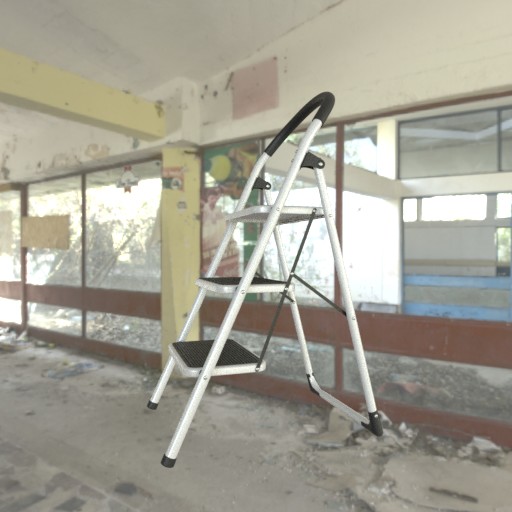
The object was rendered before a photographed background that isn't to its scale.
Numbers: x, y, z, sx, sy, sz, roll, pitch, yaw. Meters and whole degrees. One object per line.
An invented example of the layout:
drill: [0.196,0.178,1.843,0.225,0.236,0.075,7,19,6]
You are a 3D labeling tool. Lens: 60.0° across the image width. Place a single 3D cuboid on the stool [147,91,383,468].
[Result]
stool: [0.000,0.000,1.479,0.676,1.109,0.485,0,0,-18]
